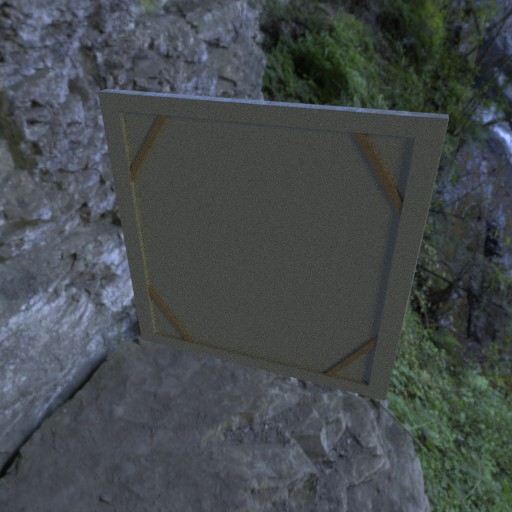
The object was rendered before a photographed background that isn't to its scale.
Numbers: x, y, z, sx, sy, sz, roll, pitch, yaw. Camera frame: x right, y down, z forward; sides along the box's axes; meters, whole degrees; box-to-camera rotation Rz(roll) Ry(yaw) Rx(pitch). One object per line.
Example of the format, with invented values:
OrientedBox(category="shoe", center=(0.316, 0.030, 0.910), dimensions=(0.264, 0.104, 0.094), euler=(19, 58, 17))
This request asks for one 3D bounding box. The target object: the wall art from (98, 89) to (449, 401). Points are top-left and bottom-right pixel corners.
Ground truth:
OrientedBox(category="wall art", center=(0.000, 0.000, 1.625), dimensions=(1.092, 1.091, 0.051), euler=(10, 33, 16))
